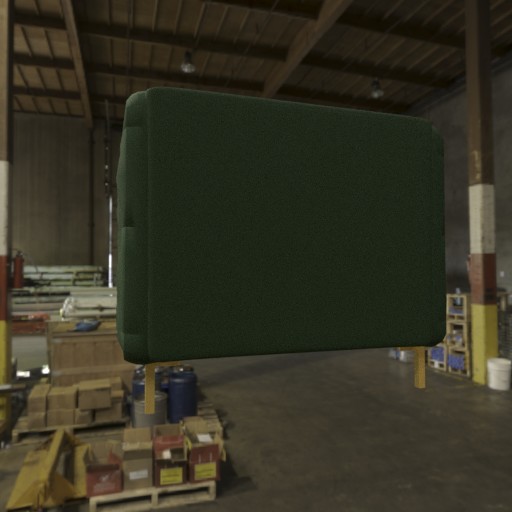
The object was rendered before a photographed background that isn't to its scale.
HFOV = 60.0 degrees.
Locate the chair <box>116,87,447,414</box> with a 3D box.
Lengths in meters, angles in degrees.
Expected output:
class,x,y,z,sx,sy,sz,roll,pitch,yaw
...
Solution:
class,x,y,z,sx,sy,sz,roll,pitch,yaw
chair,0.000,0.000,1.520,0.917,0.768,0.855,1,-2,-17
